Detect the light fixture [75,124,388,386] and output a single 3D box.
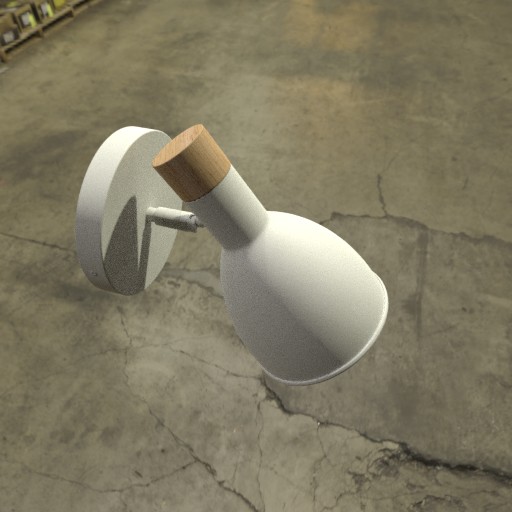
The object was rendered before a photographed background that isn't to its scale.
[{"bbox_3d":[0.000,0.000,0.335,0.209,0.199,0.127,12,49,11],"label":"light fixture"}]
